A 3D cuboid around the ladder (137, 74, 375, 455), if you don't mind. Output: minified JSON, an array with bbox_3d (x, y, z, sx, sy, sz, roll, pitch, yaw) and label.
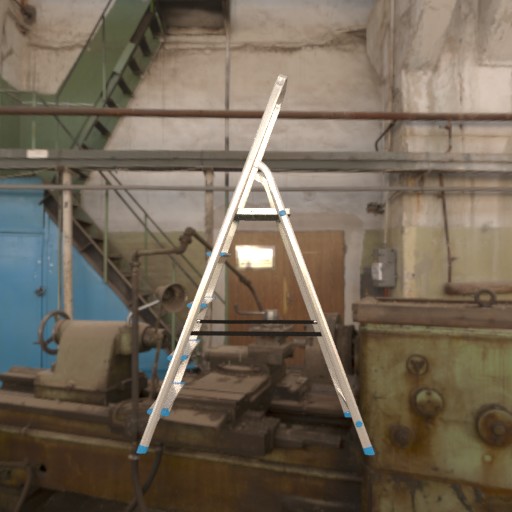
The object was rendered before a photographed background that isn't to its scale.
[{"bbox_3d":[0.000,0.000,2.078,0.990,1.648,0.468,0,-1,1],"label":"ladder"}]
